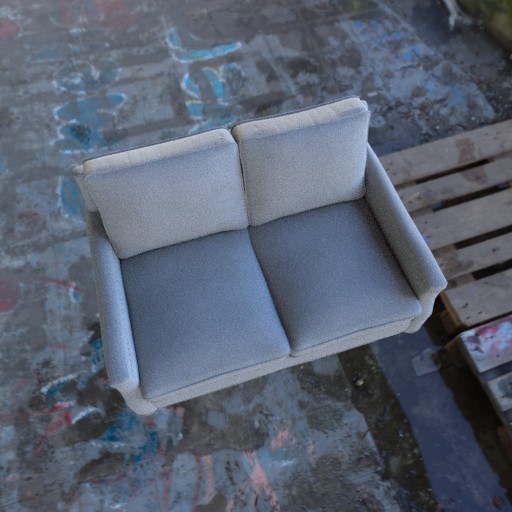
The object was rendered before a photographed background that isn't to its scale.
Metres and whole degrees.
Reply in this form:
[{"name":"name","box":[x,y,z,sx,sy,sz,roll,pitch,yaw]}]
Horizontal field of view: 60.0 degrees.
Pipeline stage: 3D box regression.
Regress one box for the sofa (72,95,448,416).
[{"name":"sofa","box":[0.000,0.000,2.272,1.597,1.003,1.084,-15,64,-8]}]
